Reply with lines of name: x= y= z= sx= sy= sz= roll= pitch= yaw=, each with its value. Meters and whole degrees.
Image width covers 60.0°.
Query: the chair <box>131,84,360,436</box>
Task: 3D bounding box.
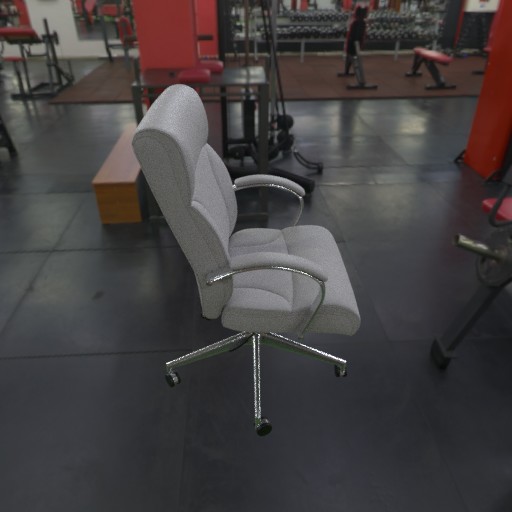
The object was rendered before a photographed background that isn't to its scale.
chair: x=0.000 y=0.000 z=1.619 sx=0.745 sy=1.099 sz=0.727 roll=-1 pitch=32 yaw=-1
